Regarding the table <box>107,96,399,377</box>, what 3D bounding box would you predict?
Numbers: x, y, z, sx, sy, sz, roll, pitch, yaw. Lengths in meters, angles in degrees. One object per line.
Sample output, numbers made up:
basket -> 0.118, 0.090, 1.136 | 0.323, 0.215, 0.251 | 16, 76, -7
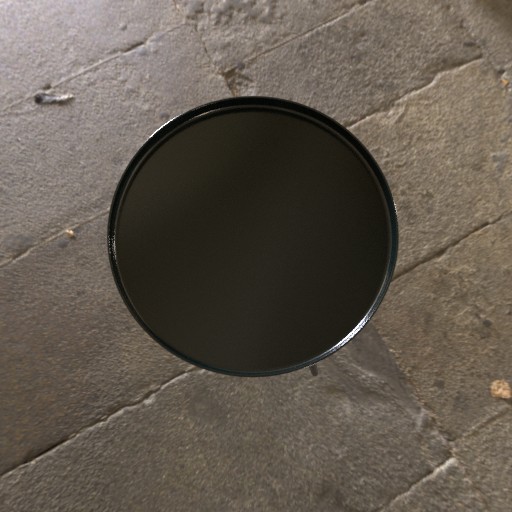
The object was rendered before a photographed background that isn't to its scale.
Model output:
table -> 0.000, 0.000, 0.832 | 0.403, 0.548, 0.415 | 15, 78, 3
